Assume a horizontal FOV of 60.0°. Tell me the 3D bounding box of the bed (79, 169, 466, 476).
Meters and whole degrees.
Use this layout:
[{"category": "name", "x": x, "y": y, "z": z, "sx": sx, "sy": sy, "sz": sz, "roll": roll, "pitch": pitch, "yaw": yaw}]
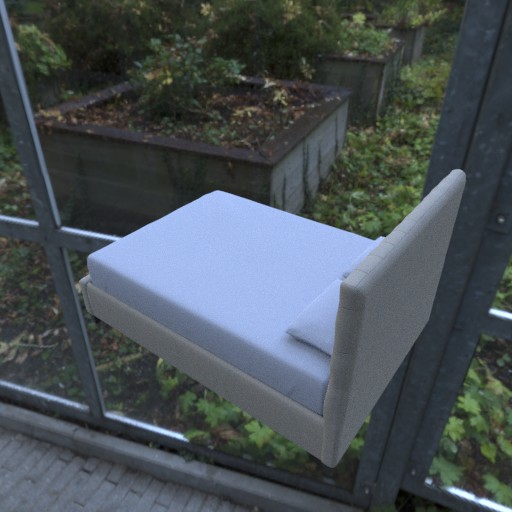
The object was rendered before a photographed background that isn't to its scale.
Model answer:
[{"category": "bed", "x": 0.000, "y": 0.000, "z": 3.432, "sx": 2.387, "sy": 1.427, "sz": 1.698, "roll": 22, "pitch": 39, "yaw": 30}]
